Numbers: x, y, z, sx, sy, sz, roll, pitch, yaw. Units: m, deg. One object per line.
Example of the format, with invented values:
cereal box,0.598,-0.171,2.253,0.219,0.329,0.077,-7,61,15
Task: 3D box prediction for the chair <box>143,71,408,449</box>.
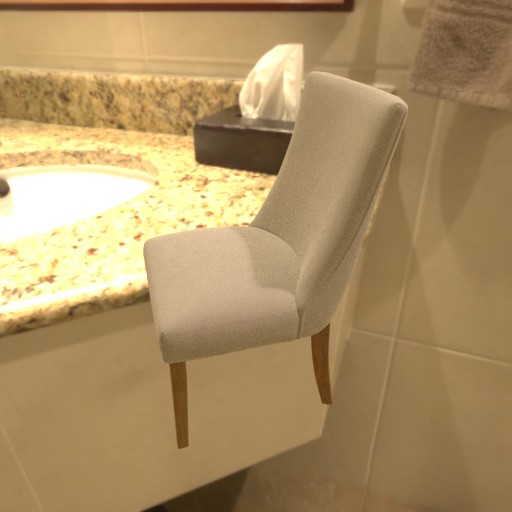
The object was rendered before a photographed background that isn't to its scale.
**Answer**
chair,0.000,0.000,1.256,0.610,0.902,0.495,-9,32,-14
